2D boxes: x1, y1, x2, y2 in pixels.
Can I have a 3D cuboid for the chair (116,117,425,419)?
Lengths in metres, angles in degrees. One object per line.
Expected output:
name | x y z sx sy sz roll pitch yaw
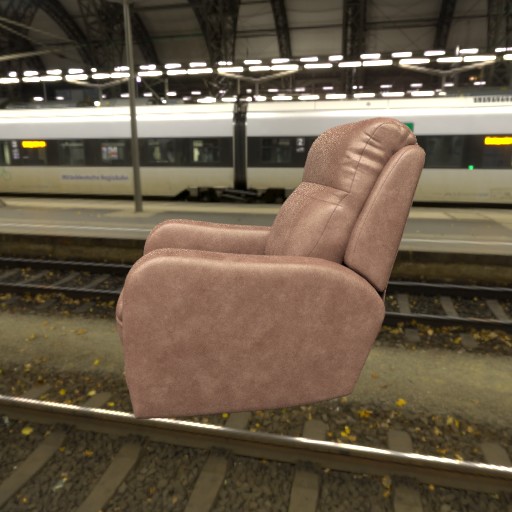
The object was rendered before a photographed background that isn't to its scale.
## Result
chair | 0.000 0.000 1.830 1.067 1.067 0.865 -2 13 -8
